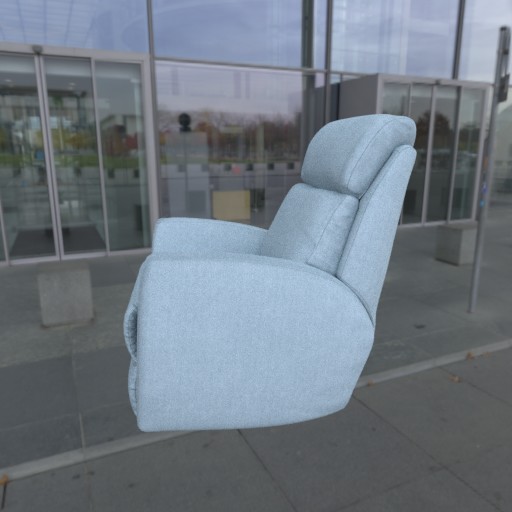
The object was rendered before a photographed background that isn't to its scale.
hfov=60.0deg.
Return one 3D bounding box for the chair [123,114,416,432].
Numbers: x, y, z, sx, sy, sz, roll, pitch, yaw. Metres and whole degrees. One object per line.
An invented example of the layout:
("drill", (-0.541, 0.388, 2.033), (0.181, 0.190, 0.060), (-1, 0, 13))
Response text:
("chair", (0.000, 0.000, 1.685), (0.940, 1.013, 0.812), (-2, 14, -9))
